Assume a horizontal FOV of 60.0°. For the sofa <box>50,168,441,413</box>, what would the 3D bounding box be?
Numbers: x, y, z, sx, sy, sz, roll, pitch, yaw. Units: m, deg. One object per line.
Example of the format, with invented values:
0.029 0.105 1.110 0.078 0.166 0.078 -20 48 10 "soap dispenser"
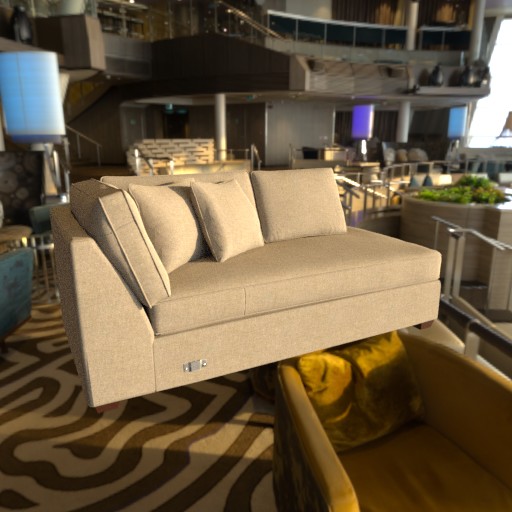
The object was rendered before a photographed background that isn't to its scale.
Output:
0.000 0.000 2.781 2.238 1.019 1.110 -8 17 -27 "sofa"
